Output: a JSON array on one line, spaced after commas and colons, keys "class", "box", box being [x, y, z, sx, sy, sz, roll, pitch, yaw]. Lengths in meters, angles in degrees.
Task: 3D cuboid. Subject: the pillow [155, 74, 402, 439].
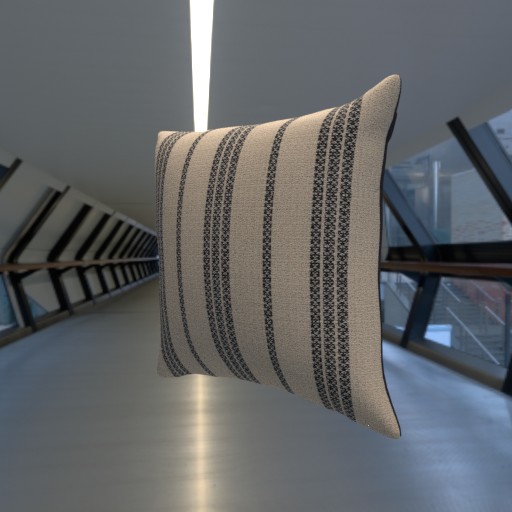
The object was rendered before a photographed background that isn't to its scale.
[{"class": "pillow", "box": [0.000, 0.000, 0.614, 0.405, 0.406, 0.173, 1, 1, 37]}]
